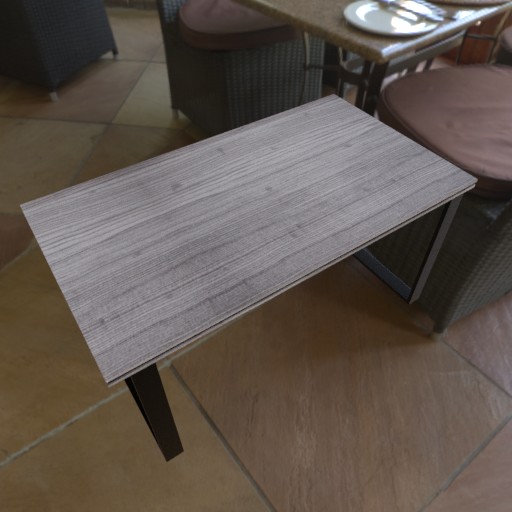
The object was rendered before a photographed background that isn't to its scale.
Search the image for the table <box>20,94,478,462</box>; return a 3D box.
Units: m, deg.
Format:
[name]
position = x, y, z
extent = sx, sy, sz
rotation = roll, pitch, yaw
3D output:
[table]
position = 0.000, 0.000, 2.010
extent = 1.579, 0.736, 0.881
rotation = -26, 52, -23
